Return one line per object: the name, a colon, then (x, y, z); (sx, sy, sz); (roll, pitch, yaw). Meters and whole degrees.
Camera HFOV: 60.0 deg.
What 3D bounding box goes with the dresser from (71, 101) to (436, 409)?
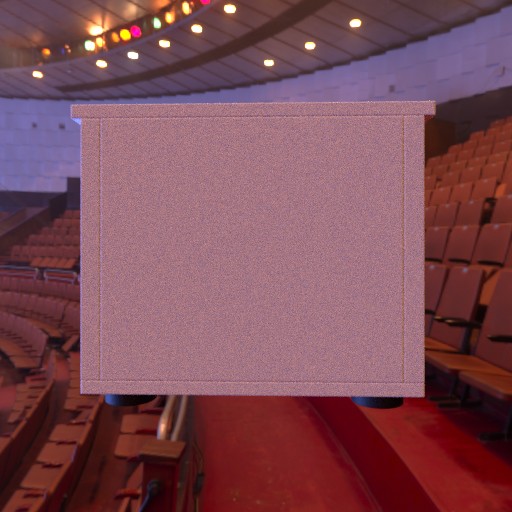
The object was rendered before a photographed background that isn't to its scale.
dresser: (0.000, 0.000, 0.720); (0.430, 0.360, 0.400); (0, 0, 2)
